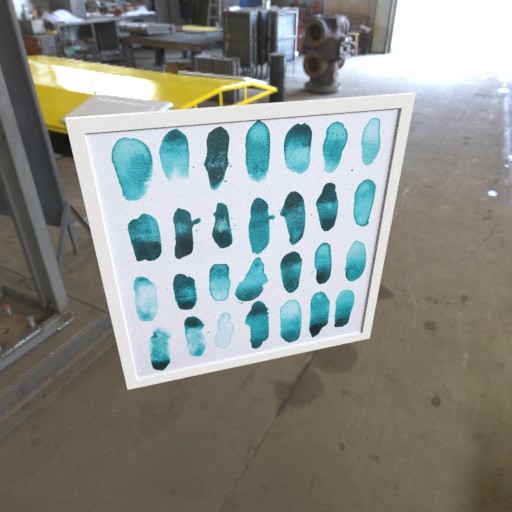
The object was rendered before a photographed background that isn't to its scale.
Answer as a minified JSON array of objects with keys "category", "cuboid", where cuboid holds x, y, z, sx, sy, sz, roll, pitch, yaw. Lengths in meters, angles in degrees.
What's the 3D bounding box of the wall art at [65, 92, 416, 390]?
[{"category":"wall art","cuboid":[0.000,0.000,0.839,0.558,0.559,0.009,-9,34,-13]}]
